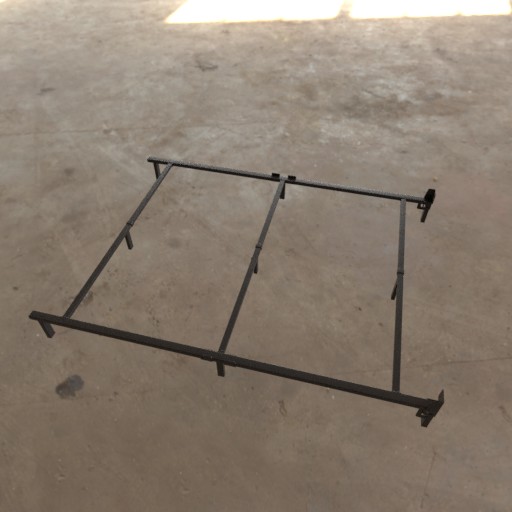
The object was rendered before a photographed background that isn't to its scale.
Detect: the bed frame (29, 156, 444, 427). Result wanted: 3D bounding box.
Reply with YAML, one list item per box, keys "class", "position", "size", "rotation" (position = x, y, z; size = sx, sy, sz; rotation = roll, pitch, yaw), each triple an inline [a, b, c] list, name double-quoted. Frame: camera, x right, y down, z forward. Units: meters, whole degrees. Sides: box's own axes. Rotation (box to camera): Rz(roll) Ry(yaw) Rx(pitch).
- class: "bed frame"
  position: [0.000, 0.000, 2.597]
  size: [1.990, 0.248, 1.498]
  rotation: [10, 47, 10]
